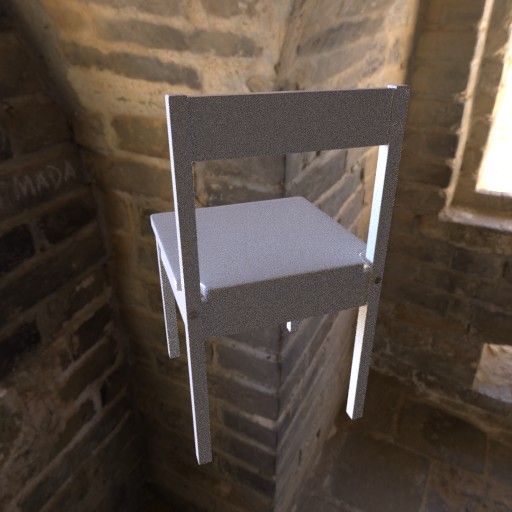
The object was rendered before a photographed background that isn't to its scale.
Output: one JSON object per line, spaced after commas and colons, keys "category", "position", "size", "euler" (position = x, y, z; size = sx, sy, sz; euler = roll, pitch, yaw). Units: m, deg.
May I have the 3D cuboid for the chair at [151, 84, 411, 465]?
{"category": "chair", "position": [0.000, 0.000, 0.896], "size": [0.367, 0.668, 0.361], "euler": [-9, 28, -17]}
